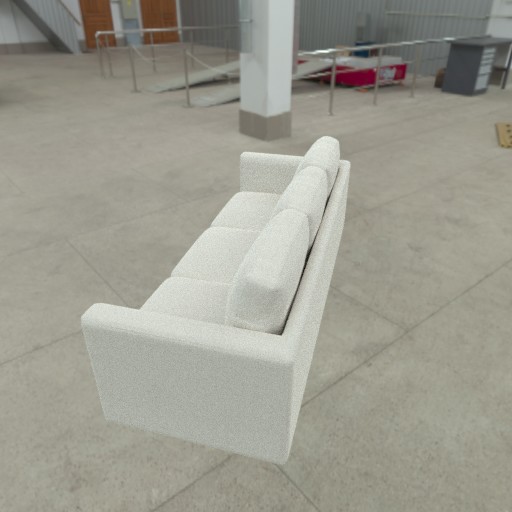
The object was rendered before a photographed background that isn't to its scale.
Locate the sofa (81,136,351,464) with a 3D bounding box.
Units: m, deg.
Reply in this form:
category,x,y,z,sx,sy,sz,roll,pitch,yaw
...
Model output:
category,x,y,z,sx,sy,sz,roll,pitch,yaw
sofa,0.000,0.000,2.438,0.802,0.912,2.029,8,31,13
